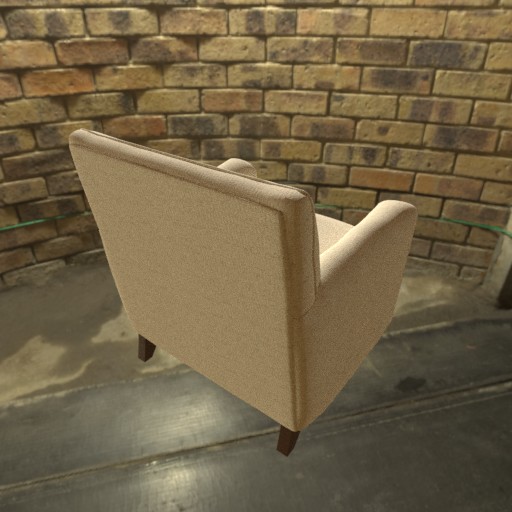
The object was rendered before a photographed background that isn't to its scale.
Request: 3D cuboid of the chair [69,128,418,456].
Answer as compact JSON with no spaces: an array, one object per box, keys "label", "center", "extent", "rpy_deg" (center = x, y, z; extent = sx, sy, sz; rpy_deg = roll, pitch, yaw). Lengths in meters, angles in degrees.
[{"label":"chair","center":[0.000,0.000,1.602],"extent":[0.870,0.943,0.823],"rpy_deg":[22,37,31]}]
